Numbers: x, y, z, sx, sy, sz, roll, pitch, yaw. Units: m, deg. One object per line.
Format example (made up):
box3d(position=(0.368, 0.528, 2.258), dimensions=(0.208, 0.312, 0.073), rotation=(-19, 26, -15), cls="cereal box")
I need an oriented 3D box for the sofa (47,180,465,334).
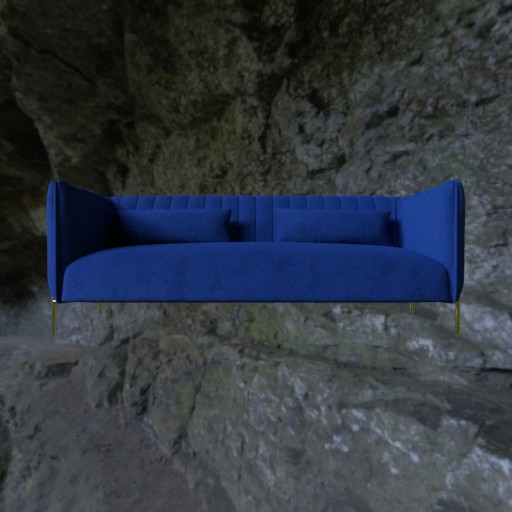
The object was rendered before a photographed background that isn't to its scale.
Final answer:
box3d(position=(0.000, 0.000, 2.605), dimensions=(2.136, 0.793, 0.896), rotation=(0, 1, 0), cls="sofa")
